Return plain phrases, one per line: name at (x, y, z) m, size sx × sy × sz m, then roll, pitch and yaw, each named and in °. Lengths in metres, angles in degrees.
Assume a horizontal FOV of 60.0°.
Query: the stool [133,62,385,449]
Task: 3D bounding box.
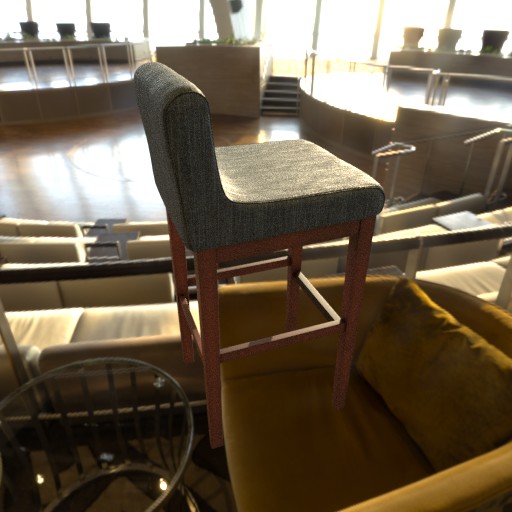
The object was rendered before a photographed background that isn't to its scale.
stool at (0.000, 0.000, 1.216) m, size 0.499 × 0.965 × 0.426 m, roll -10°, pitch 32°, yaw -17°
